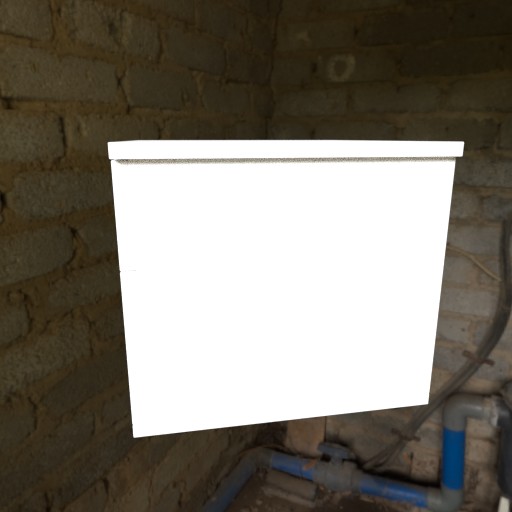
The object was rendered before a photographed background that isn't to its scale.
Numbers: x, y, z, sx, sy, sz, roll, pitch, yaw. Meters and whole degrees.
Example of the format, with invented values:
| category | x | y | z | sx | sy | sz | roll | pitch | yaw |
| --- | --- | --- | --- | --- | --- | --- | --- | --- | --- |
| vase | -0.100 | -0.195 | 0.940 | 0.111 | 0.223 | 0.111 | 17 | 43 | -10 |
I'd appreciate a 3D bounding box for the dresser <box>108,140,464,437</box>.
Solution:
| category | x | y | z | sx | sy | sz | roll | pitch | yaw |
| --- | --- | --- | --- | --- | --- | --- | --- | --- | --- |
| dresser | 0.000 | 0.000 | 0.716 | 0.400 | 0.360 | 0.430 | -3 | 15 | -10 |
